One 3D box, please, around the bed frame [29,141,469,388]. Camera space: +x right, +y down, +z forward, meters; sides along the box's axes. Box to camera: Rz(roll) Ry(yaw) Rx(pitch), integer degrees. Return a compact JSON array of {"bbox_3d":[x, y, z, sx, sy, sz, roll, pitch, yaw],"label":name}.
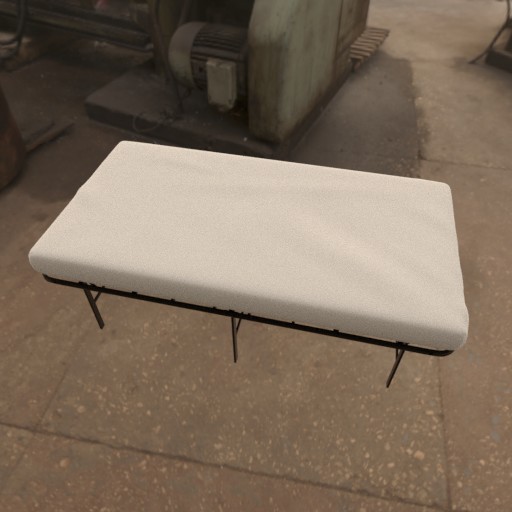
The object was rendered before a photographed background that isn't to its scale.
[{"bbox_3d":[0.000,0.000,2.340,1.903,0.619,0.989,9,47,9],"label":"bed frame"}]
